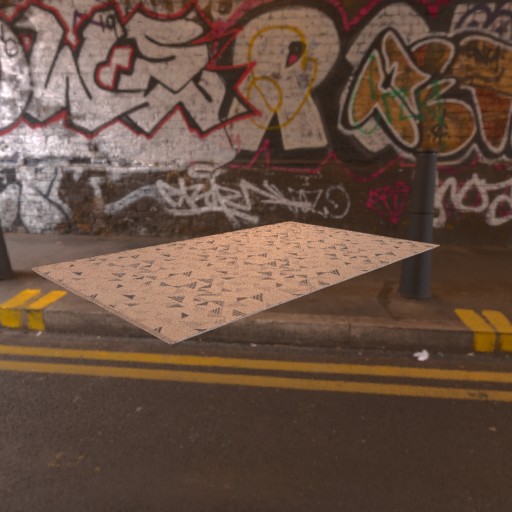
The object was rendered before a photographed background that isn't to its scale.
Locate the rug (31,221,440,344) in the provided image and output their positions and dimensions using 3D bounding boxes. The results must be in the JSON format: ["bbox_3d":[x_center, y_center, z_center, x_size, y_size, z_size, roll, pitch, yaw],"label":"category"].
[{"bbox_3d":[0.000,0.000,3.064,2.457,0.009,1.512,-14,20,-43],"label":"rug"}]
